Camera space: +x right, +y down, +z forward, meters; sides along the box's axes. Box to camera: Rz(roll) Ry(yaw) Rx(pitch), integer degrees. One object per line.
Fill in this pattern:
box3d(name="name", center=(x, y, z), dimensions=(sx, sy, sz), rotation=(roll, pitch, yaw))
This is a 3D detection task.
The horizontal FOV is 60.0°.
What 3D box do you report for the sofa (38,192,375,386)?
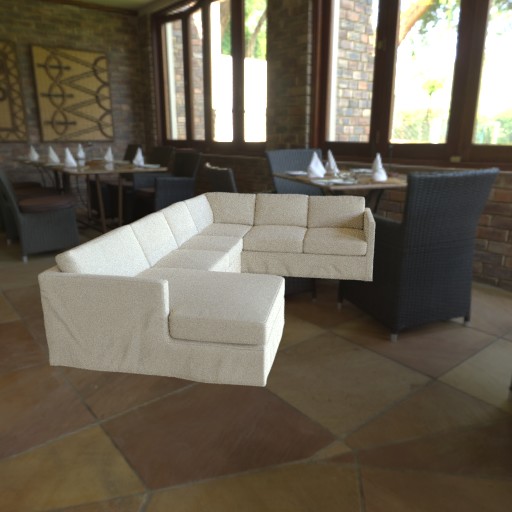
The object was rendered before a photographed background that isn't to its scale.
box3d(name="sofa", center=(0.000, 0.000, 4.499), dimensions=(2.448, 0.882, 3.464), rotation=(3, 15, 10))
